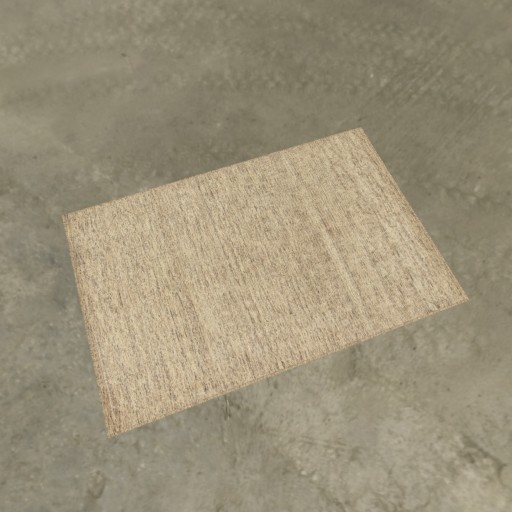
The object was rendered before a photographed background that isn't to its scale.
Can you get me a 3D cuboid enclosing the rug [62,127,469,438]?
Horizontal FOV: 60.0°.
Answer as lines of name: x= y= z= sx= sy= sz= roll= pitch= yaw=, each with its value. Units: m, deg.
rug: x=0.000 y=0.000 z=2.323 sx=1.822 sy=0.018 sz=1.211 roll=-18 pitch=65 yaw=-9
